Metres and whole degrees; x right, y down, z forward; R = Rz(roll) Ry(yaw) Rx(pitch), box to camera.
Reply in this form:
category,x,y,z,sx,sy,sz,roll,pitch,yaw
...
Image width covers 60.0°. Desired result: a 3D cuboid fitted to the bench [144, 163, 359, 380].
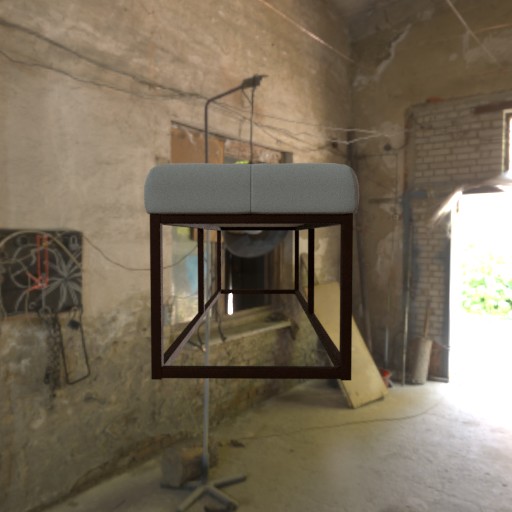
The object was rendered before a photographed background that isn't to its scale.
category,x,y,z,sx,sy,sz,roll,pitch,yaw
bench,0.000,0.000,1.711,0.479,0.488,1.488,0,3,1
